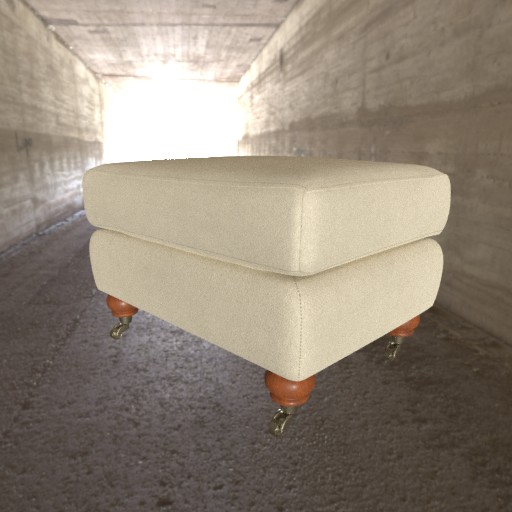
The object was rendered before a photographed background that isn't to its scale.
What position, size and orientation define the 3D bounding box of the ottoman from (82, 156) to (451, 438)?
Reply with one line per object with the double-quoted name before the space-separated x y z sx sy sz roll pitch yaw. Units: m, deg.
"ottoman" 0.000 0.000 1.137 0.773 0.499 0.569 13 19 43
